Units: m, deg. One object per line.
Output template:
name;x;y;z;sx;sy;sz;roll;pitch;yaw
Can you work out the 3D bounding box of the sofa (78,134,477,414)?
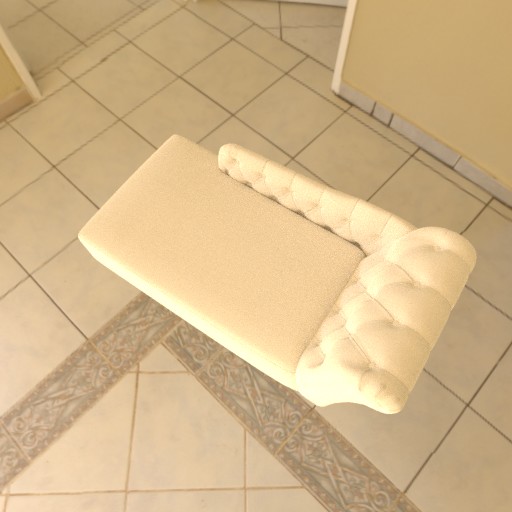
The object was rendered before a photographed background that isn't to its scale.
sofa;0.000;0.000;1.791;1.379;0.787;0.675;31;68;14
